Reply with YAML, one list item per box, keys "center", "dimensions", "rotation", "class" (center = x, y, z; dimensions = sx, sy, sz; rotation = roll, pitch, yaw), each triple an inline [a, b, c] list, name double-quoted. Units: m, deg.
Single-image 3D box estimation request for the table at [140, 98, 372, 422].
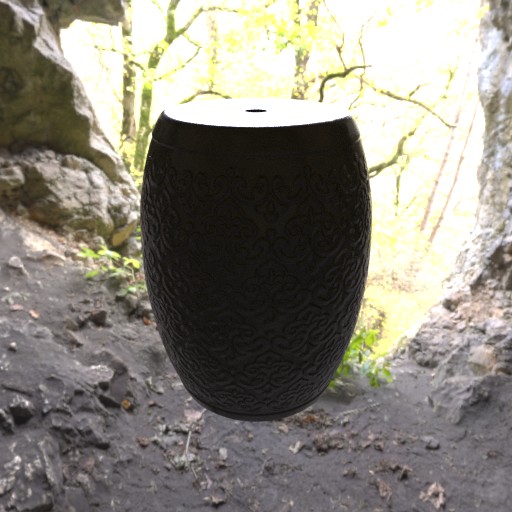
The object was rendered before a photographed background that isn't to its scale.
- center: [0.000, 0.000, 0.624]
  dimensions: [0.309, 0.397, 0.309]
  rotation: [0, 26, 0]
  class: "table"
